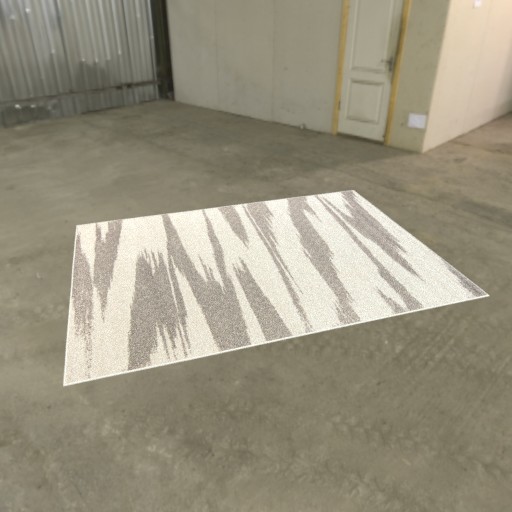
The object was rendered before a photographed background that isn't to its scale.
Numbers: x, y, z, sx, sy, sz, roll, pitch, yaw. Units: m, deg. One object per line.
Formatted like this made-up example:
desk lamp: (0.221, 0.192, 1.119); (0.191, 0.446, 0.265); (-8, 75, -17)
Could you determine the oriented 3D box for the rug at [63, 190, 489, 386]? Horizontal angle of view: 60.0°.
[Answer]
rug: (0.000, 0.000, 2.720); (2.142, 0.010, 1.533); (-9, 32, -15)
